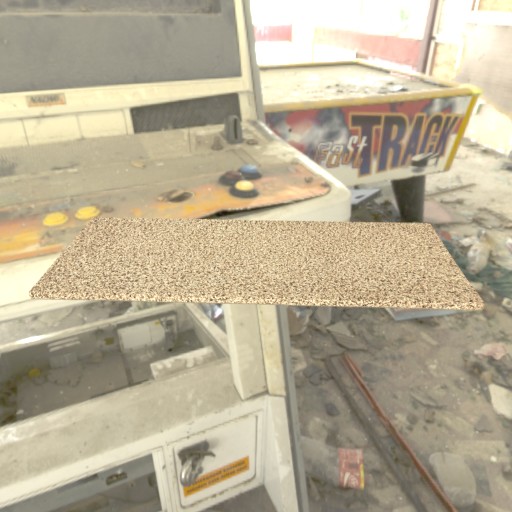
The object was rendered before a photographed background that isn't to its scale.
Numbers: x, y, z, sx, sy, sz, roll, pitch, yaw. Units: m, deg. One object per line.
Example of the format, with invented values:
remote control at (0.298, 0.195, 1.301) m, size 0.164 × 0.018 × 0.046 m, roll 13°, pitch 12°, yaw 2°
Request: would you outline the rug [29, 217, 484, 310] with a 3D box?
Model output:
rug at (0.000, 0.000, 1.736) m, size 1.524 × 0.030 × 0.609 m, roll 1°, pitch 30°, yaw 2°
